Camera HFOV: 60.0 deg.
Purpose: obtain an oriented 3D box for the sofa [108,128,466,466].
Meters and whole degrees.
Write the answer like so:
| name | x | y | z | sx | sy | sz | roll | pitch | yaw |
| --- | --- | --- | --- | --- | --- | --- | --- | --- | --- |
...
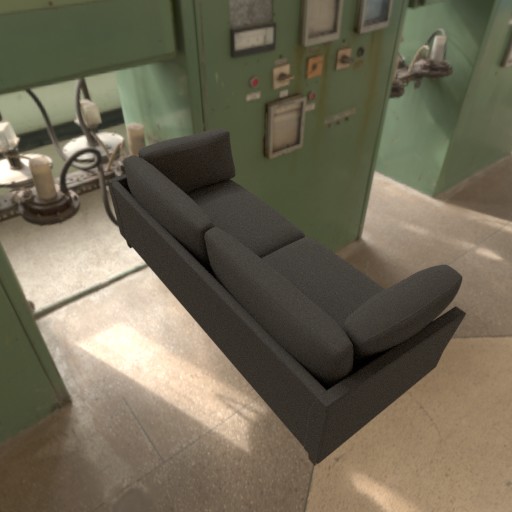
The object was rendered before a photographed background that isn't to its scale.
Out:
| name | x | y | z | sx | sy | sz | roll | pitch | yaw |
| --- | --- | --- | --- | --- | --- | --- | --- | --- | --- |
| sofa | 0.000 | 0.000 | 2.820 | 0.969 | 0.792 | 2.312 | -26 | 47 | -27 |
